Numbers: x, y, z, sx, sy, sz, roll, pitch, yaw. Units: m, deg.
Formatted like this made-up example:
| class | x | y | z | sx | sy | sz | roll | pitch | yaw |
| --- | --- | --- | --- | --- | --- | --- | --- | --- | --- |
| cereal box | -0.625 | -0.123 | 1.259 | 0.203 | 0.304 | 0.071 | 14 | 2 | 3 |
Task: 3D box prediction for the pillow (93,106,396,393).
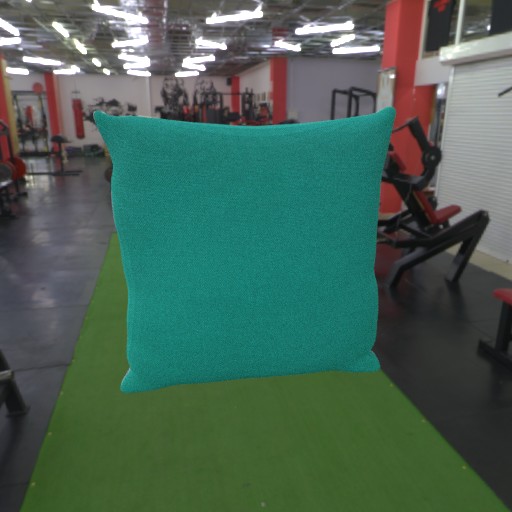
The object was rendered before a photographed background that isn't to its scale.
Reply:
| class | x | y | z | sx | sy | sz | roll | pitch | yaw |
| --- | --- | --- | --- | --- | --- | --- | --- | --- | --- |
| pillow | 0.000 | 0.000 | 0.686 | 0.440 | 0.441 | 0.182 | -3 | 18 | -10 |
